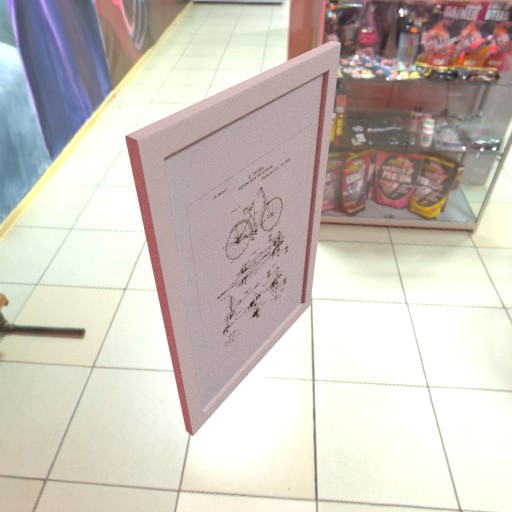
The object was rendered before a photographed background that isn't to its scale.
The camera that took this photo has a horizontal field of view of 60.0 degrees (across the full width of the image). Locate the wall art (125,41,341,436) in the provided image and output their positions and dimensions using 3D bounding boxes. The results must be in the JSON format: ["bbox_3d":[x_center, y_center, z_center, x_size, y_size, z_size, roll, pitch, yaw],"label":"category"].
[{"bbox_3d":[0.000,0.000,0.609,0.015,0.477,0.332,26,47,27],"label":"wall art"}]
